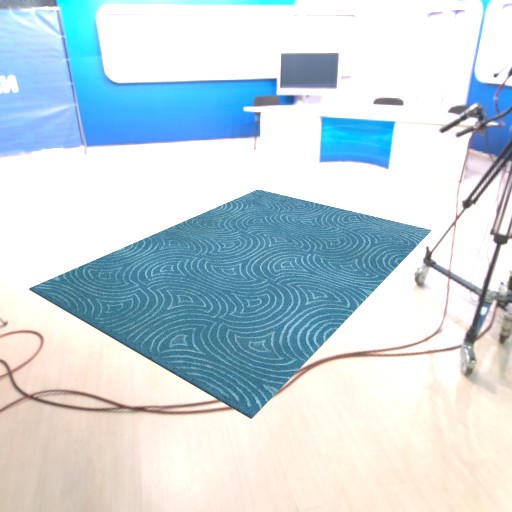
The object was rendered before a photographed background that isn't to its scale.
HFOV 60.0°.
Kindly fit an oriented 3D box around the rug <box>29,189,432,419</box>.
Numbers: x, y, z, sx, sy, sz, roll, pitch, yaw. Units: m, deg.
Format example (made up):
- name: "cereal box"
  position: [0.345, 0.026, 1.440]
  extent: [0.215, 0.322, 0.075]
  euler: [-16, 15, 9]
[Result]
- name: "rug"
  position: [0.000, 0.000, 2.812]
  extent: [1.543, 0.015, 2.144]
  euler: [19, 32, 32]
